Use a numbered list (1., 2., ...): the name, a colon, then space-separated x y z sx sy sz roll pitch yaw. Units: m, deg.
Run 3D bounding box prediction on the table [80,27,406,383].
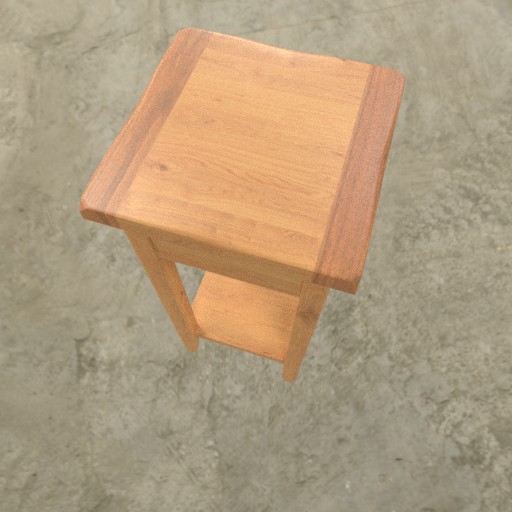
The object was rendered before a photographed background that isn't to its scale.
1. table: 0.000 0.000 0.934 0.360 0.740 0.360 15 64 8
